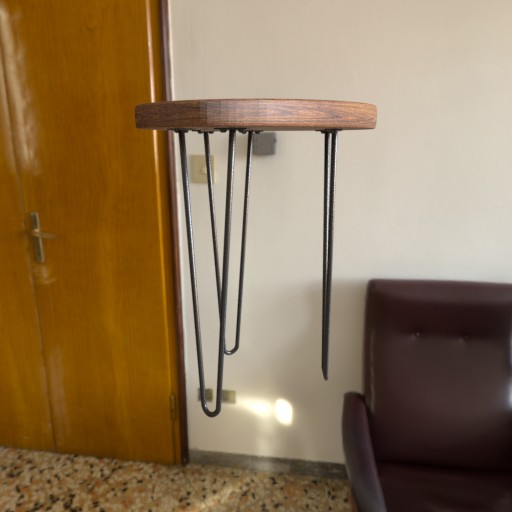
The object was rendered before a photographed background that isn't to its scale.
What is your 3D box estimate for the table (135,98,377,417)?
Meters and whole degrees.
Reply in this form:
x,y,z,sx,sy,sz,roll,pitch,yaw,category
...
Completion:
x,y,z,sx,sy,sz,roll,pitch,yaw,category
0.000,0.000,0.821,0.400,0.520,0.400,0,15,0,table
